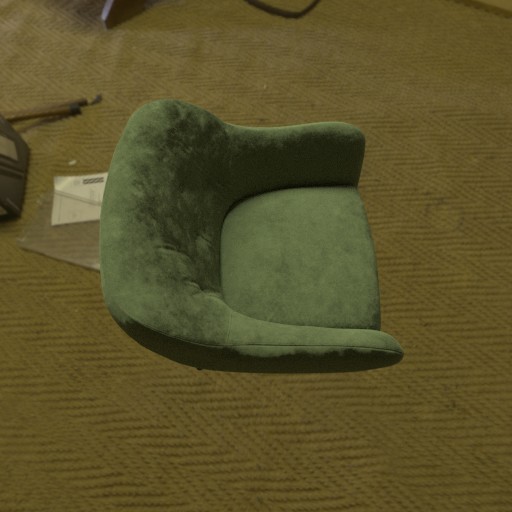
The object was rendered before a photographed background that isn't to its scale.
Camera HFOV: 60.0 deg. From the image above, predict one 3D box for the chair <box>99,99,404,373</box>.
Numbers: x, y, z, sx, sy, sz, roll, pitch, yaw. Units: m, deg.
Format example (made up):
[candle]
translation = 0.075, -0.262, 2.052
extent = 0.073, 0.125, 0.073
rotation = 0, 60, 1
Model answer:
[chair]
translation = 0.000, 0.000, 1.523
extent = 0.819, 0.804, 0.840
rotation = -1, 62, -1
